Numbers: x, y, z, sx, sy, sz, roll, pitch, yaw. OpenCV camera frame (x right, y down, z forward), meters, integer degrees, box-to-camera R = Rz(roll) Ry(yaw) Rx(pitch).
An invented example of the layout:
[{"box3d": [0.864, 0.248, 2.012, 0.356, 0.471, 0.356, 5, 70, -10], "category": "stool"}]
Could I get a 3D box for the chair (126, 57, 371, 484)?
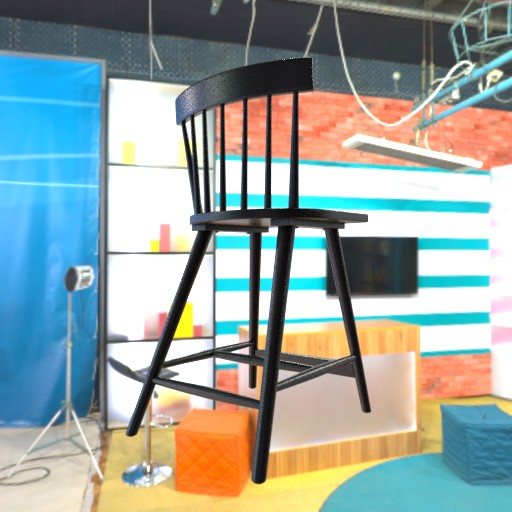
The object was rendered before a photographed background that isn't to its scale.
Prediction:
[{"box3d": [0.000, 0.000, 1.270, 0.483, 0.952, 0.572, -1, -1, 37], "category": "chair"}]
